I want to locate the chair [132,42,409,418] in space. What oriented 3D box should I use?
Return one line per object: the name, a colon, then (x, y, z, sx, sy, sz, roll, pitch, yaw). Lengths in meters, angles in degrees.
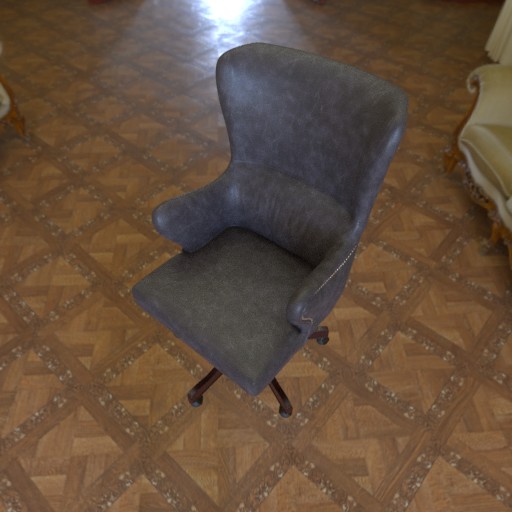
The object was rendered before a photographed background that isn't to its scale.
chair: (0.000, 0.000, 1.413, 0.594, 1.037, 0.717, 32, 54, 26)
